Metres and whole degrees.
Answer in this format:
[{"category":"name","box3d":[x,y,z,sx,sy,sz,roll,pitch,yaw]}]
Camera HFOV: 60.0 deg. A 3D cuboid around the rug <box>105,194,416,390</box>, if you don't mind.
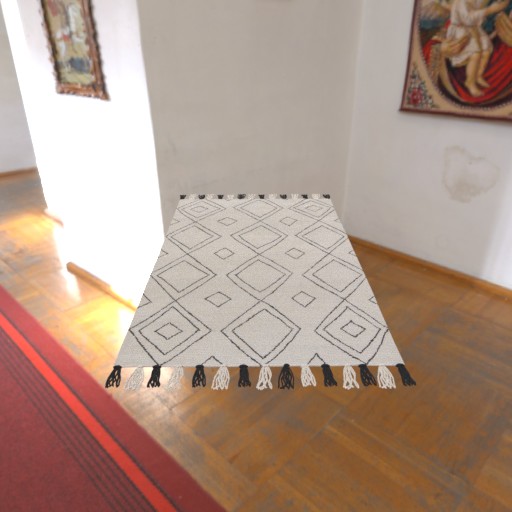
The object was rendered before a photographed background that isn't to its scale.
[{"category":"rug","box3d":[0.000,0.000,3.329,1.524,0.021,2.755,0,27,0]}]
